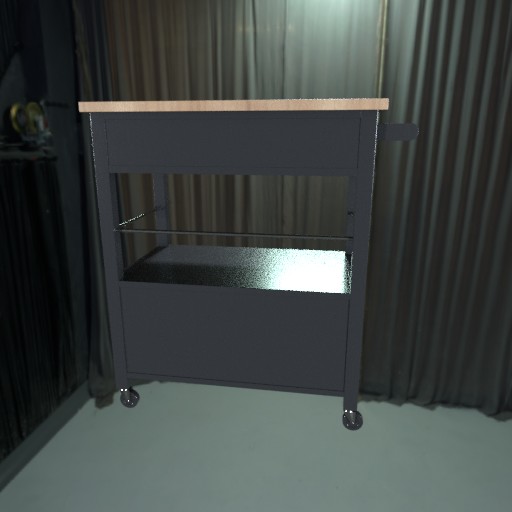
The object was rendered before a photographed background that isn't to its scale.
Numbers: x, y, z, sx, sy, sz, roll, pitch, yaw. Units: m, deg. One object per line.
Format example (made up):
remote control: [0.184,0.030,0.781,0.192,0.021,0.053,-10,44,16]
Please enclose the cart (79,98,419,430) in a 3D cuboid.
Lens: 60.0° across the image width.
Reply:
cart: [0.000,0.000,1.400,0.840,0.901,0.459,2,16,9]
